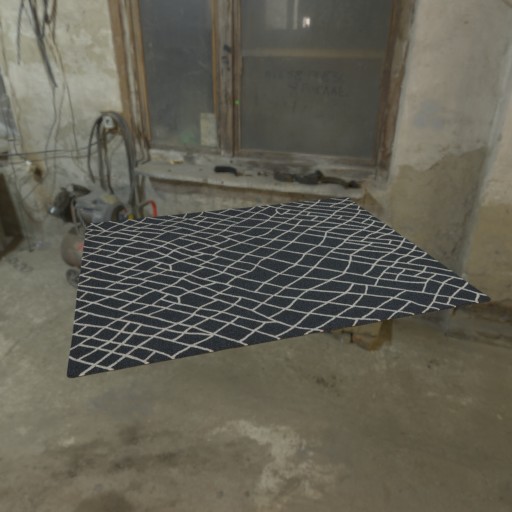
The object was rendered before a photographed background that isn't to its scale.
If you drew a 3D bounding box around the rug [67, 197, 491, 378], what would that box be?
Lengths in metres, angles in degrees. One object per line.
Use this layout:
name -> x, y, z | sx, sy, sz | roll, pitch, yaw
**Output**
rug -> 0.000, 0.000, 4.037 | 3.047, 0.022, 2.439 | -8, 28, -14
